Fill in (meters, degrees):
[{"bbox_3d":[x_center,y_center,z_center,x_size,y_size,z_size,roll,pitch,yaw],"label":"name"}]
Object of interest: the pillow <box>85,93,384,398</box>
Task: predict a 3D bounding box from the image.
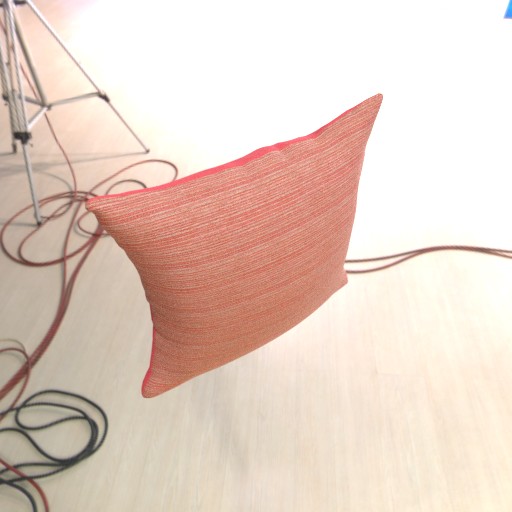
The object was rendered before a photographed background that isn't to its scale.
[{"bbox_3d":[0.000,0.000,0.840,0.559,0.501,0.229,-26,50,-24],"label":"pillow"}]
